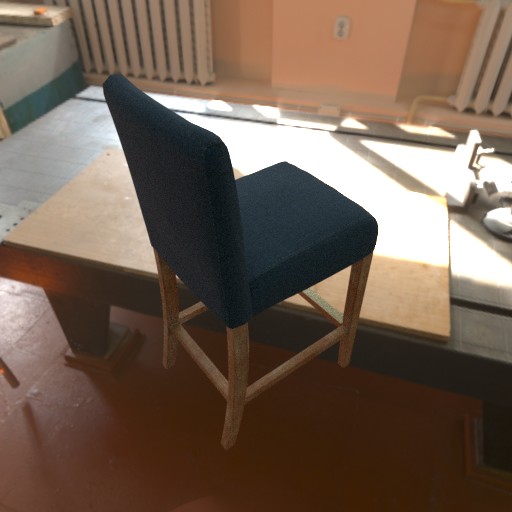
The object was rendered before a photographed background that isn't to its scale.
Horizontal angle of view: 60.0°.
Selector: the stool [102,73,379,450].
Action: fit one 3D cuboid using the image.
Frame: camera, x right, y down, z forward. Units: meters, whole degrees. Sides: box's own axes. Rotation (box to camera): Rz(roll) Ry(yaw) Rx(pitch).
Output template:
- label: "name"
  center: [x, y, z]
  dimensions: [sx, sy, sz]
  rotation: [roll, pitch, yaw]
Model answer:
- label: "stool"
  center: [0.000, 0.000, 1.303]
  dimensions: [0.567, 1.039, 0.454]
  rotation: [-27, 47, -28]
